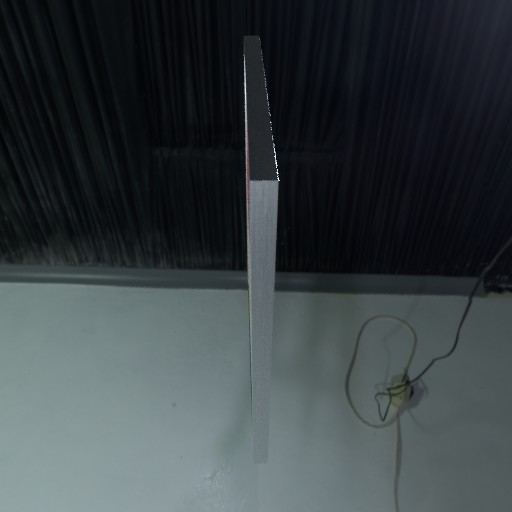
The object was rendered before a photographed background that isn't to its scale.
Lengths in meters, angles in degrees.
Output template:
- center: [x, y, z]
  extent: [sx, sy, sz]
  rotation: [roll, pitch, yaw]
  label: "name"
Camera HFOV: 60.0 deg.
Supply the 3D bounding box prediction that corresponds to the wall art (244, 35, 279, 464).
- center: [0.000, 0.000, 0.747]
  extent: [0.025, 0.569, 0.444]
  rotation: [-1, 41, -1]
  label: "wall art"
